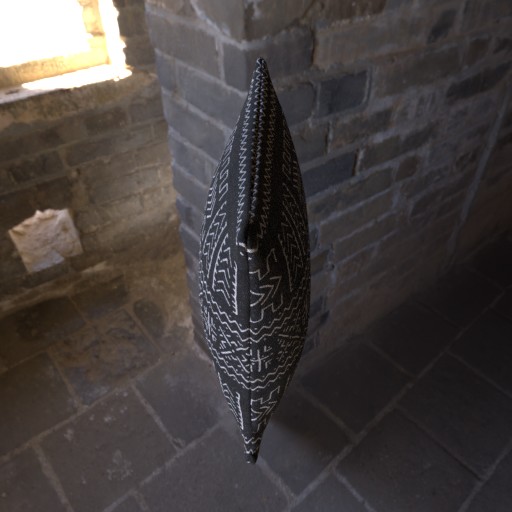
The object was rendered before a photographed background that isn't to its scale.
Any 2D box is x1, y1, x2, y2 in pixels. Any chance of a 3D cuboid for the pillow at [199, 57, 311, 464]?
[{"bbox_3d":[0.000,0.000,0.658,0.164,0.430,0.438,1,42,2],"label":"pillow"}]
